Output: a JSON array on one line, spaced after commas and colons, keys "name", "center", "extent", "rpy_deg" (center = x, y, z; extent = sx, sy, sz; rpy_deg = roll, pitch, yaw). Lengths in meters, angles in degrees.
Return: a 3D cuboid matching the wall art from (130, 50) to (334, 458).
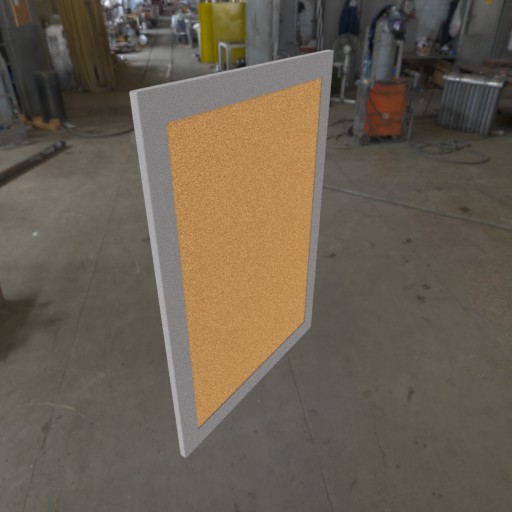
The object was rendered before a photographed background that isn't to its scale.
[{"name": "wall art", "center": [0.000, 0.000, 0.664], "extent": [0.012, 0.529, 0.374], "rpy_deg": [21, 37, 30]}]
